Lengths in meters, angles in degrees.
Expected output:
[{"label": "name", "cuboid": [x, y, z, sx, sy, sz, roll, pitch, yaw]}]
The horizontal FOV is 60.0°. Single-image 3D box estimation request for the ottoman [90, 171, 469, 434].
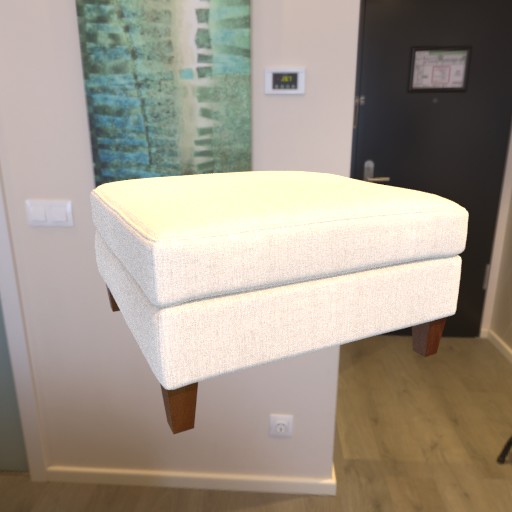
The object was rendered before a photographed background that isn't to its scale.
[{"label": "ottoman", "cuboid": [0.000, 0.000, 1.345, 0.838, 0.478, 0.838, -8, 18, -26]}]
